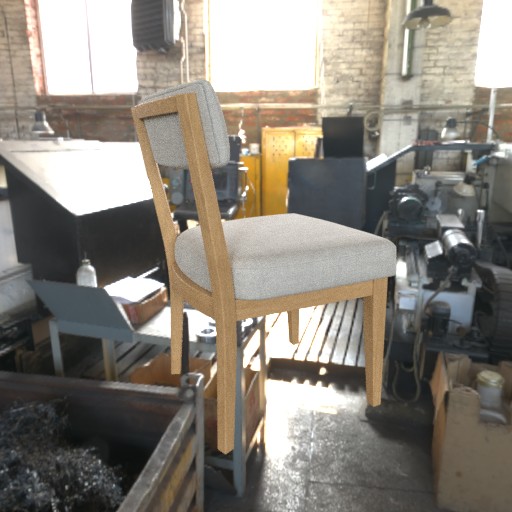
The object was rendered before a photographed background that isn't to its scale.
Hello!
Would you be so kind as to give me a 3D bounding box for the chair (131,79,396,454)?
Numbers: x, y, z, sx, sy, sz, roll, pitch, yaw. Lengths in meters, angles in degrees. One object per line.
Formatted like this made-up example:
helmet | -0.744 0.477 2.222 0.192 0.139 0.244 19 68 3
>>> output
chair | 0.000 0.000 1.213 0.572 0.832 0.508 -7 16 -26
